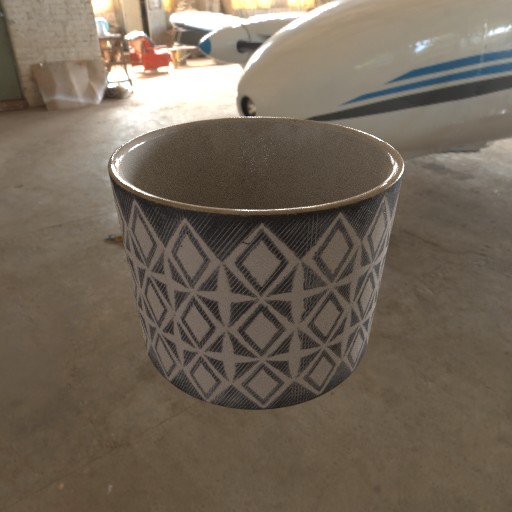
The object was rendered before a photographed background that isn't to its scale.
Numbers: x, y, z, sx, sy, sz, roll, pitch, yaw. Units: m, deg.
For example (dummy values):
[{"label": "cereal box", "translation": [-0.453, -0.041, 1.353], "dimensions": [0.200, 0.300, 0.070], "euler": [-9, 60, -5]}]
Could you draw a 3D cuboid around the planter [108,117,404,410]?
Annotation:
[{"label": "planter", "translation": [0.000, 0.000, 0.341], "dimensions": [0.192, 0.165, 0.192], "euler": [0, 31, 0]}]
